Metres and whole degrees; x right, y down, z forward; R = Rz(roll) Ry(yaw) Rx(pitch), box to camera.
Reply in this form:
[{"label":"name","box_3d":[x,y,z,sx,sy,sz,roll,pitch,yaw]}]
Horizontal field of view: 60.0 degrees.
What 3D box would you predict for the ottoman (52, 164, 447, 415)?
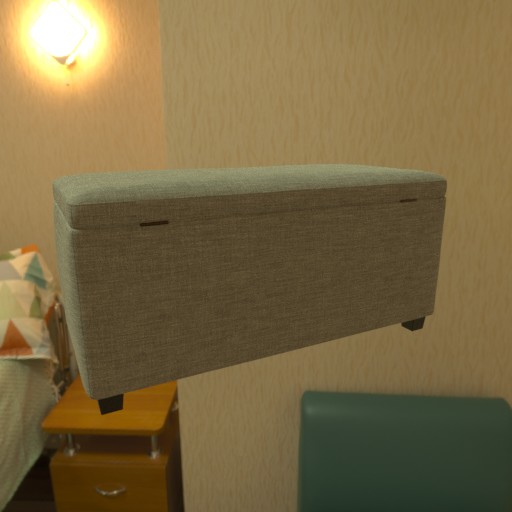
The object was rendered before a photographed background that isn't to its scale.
[{"label":"ottoman","box_3d":[0.000,0.000,1.118,0.902,0.432,0.419,-8,17,-26]}]
